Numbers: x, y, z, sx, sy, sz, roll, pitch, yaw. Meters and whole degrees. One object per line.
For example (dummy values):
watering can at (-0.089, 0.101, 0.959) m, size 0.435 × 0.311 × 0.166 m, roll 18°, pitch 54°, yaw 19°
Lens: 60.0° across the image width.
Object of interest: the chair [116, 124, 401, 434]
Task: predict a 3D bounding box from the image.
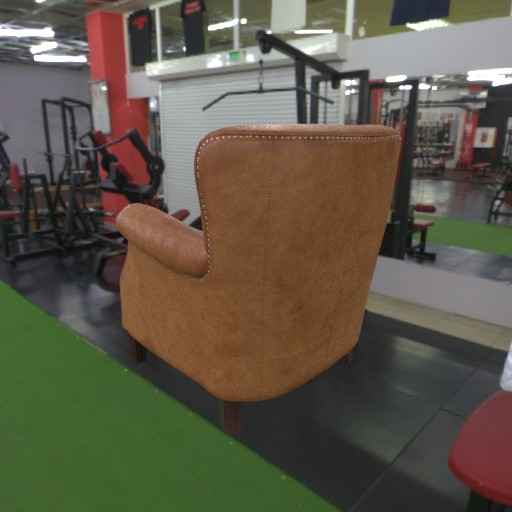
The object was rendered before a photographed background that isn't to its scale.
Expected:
chair at (0.000, 0.000, 1.654) m, size 0.861 × 0.936 × 0.921 m, roll -15°, pitch 22°, yaw -42°
